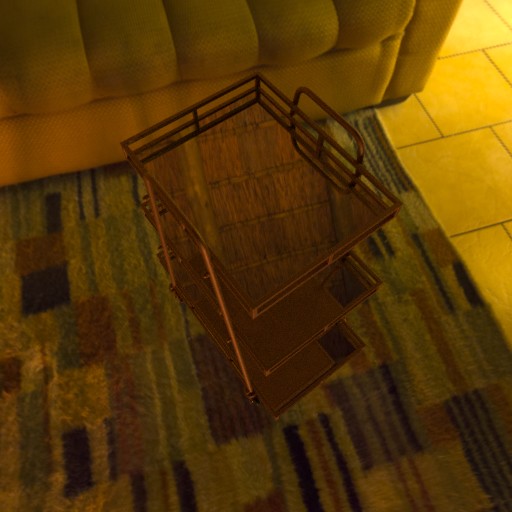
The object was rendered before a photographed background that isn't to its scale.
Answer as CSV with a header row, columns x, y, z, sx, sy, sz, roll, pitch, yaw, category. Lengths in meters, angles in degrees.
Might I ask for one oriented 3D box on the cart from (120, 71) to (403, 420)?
x,y,z,sx,sy,sz,roll,pitch,yaw,category
0.000,0.000,1.270,0.441,0.883,0.711,-34,67,-16,cart
